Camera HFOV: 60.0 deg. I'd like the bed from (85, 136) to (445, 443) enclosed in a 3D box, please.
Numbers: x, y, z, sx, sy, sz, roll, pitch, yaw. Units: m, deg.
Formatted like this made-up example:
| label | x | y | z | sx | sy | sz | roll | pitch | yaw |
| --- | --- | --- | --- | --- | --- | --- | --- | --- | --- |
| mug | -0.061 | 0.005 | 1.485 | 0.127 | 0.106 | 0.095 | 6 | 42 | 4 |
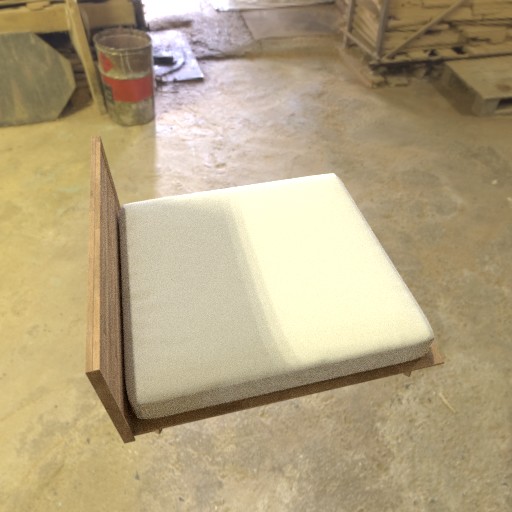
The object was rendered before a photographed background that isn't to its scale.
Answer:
| label | x | y | z | sx | sy | sz | roll | pitch | yaw |
| --- | --- | --- | --- | --- | --- | --- | --- | --- | --- |
| bed | 0.000 | 0.000 | 3.350 | 2.167 | 1.100 | 2.116 | -10 | 47 | -9 |
